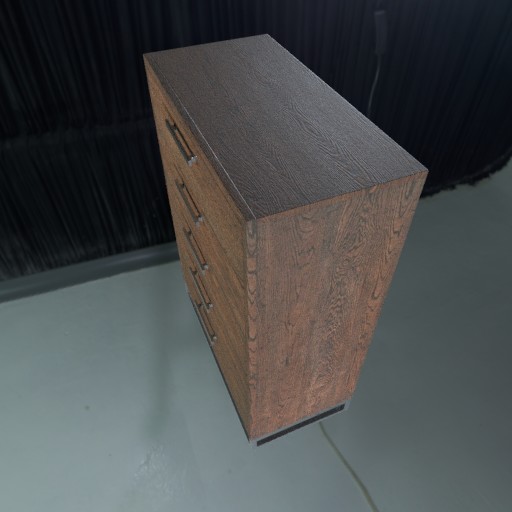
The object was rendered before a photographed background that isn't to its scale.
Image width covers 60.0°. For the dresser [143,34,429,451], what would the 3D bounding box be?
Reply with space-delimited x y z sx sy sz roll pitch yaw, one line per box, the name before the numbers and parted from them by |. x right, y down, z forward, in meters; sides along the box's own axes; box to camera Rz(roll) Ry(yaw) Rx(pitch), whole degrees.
dresser | 0.000 0.000 1.794 0.508 1.321 0.965 -17 49 -16
